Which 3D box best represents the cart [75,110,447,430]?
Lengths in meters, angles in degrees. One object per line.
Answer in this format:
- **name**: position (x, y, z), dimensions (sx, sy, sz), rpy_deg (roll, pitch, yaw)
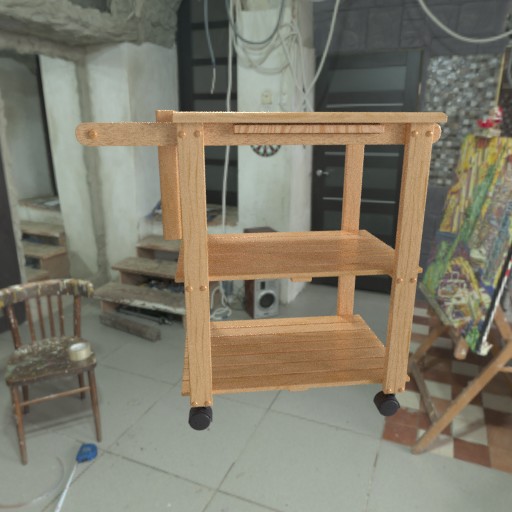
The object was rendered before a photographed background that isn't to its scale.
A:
- **cart**: position (0.000, 0.000, 1.318), dimensions (0.843, 0.816, 0.520), rpy_deg (-2, 17, -6)
